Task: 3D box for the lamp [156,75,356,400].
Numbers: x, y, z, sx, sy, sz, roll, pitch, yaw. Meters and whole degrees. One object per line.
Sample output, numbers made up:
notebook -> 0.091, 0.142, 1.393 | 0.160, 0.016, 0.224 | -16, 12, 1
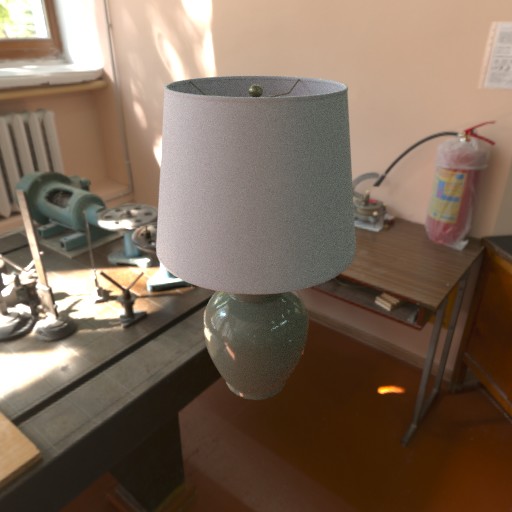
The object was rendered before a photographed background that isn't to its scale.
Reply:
lamp -> 0.000, 0.000, 0.551 | 0.239, 0.399, 0.239 | 0, 27, 0
